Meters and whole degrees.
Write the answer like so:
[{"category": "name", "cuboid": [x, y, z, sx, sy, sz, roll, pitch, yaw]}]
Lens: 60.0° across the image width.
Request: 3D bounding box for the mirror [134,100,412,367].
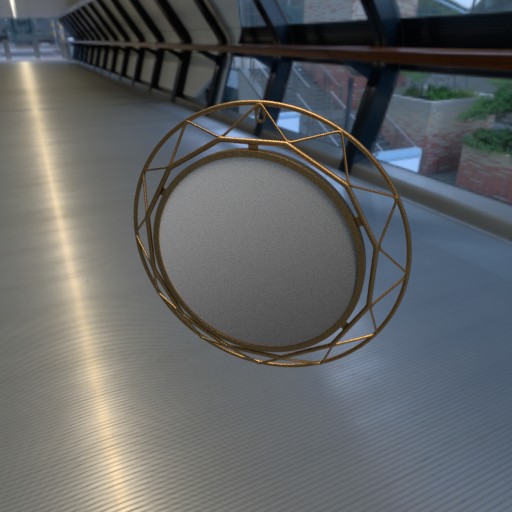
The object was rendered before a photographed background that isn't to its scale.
[{"category": "mirror", "cuboid": [0.000, 0.000, 0.685, 0.454, 0.454, 0.043, 9, 28, 17]}]
